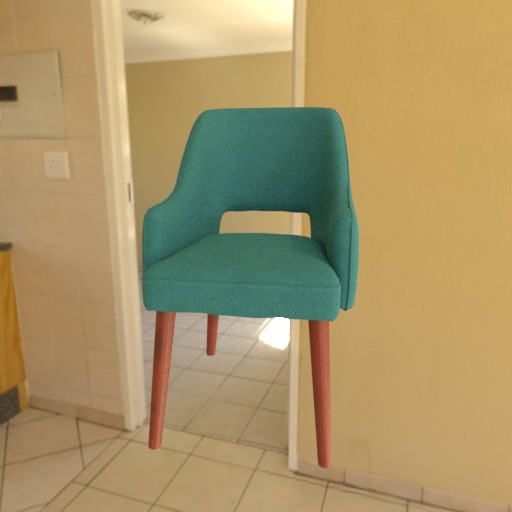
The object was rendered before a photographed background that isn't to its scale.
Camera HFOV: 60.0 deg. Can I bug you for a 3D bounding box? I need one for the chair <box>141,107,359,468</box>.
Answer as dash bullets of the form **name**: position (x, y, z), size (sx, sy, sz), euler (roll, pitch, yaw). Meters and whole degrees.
- **chair**: position (0.000, 0.000, 1.246), size (0.548, 0.849, 0.605), euler (2, 13, 9)
